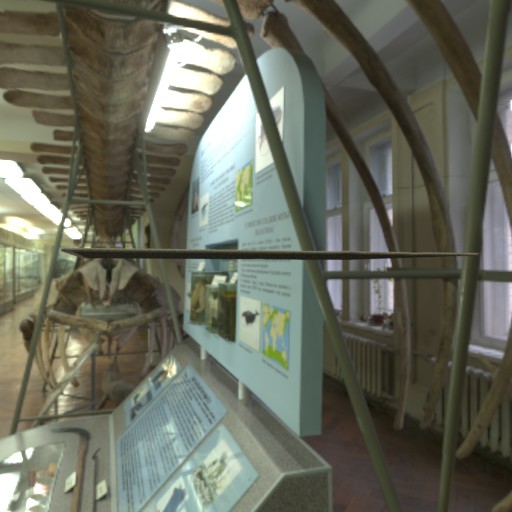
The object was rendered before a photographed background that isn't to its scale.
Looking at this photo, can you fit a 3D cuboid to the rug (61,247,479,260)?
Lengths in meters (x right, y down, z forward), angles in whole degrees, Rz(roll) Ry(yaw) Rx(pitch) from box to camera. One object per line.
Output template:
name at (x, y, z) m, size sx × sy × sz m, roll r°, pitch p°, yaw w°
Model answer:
rug at (0.000, 0.000, 2.997) m, size 2.290 × 0.021 × 1.540 m, roll 1°, pitch -2°, yaw -18°
